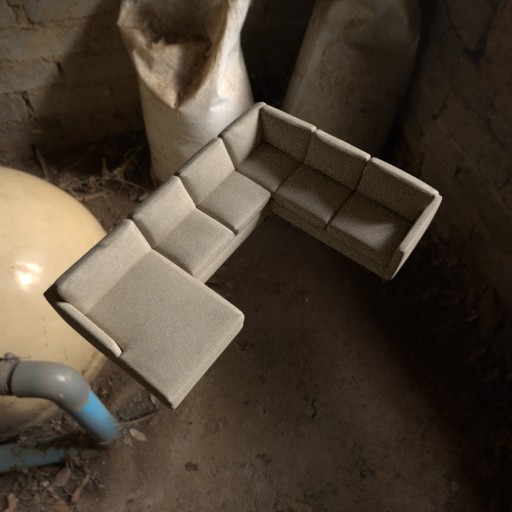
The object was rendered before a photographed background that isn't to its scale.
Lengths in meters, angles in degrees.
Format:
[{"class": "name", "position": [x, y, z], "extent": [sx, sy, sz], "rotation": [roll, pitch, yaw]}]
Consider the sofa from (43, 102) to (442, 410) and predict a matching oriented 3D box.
[{"class": "sofa", "position": [0.000, 0.000, 4.753], "extent": [2.593, 0.959, 3.460], "rotation": [33, 64, 18]}]
